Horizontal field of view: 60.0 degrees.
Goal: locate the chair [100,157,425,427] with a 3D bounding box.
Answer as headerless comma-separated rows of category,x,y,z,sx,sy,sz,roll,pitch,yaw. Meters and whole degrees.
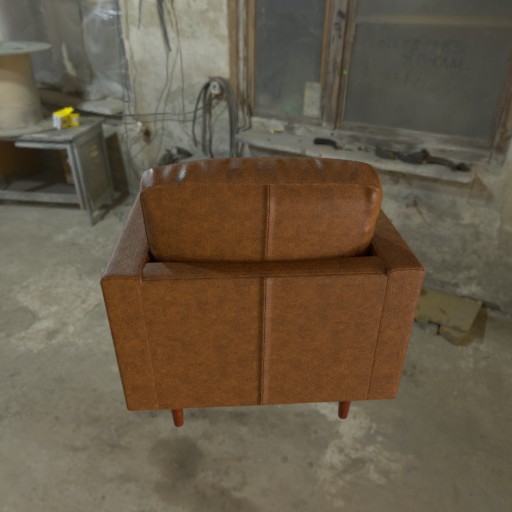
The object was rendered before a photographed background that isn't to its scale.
chair,0.000,0.000,1.693,0.890,0.956,0.909,-2,30,-3
